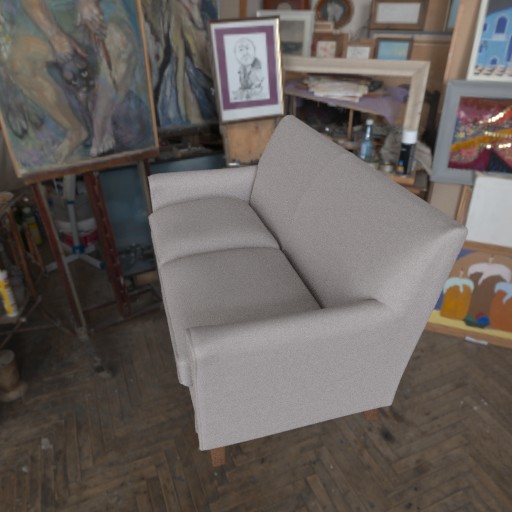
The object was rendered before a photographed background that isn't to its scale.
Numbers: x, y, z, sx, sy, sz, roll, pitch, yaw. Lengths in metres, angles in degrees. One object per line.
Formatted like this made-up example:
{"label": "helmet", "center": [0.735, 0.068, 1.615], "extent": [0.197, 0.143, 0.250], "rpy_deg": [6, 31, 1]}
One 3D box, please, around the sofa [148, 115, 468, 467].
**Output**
{"label": "sofa", "center": [0.000, 0.000, 2.033], "extent": [0.888, 0.890, 1.482], "rpy_deg": [-9, 32, -14]}
